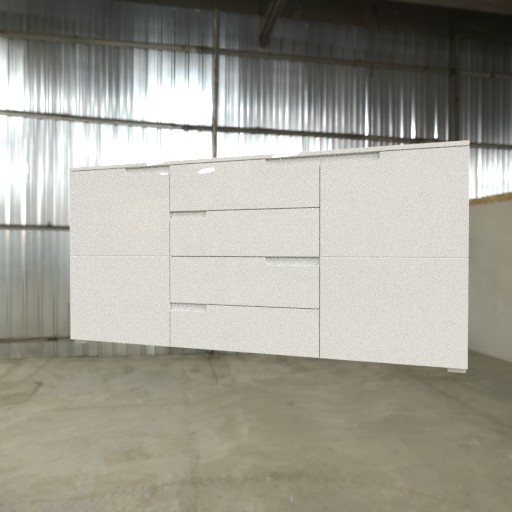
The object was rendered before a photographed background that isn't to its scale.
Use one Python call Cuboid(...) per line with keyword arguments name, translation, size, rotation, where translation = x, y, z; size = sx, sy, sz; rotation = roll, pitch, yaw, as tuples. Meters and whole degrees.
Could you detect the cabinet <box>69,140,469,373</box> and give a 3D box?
Cuboid(name="cabinet", translation=(0.000, 0.000, 1.954), size=(1.650, 0.800, 0.400), rotation=(0, 1, 18))
